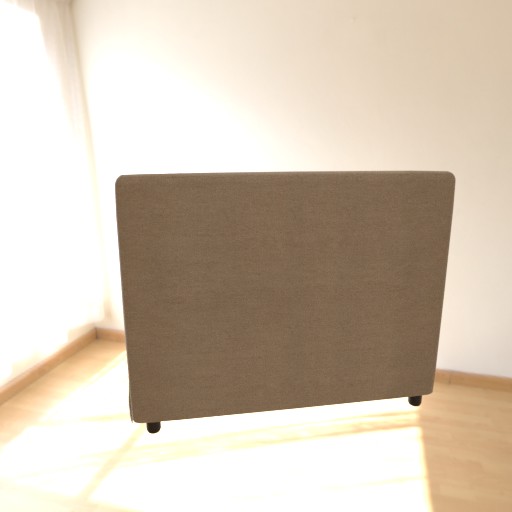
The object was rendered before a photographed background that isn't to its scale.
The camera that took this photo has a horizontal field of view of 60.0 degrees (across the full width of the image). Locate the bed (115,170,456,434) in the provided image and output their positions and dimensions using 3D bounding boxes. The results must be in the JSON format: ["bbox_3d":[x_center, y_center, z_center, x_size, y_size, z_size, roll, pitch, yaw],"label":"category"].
[{"bbox_3d":[0.000,0.000,3.234,1.713,1.330,2.162,-2,14,-9],"label":"bed"}]
